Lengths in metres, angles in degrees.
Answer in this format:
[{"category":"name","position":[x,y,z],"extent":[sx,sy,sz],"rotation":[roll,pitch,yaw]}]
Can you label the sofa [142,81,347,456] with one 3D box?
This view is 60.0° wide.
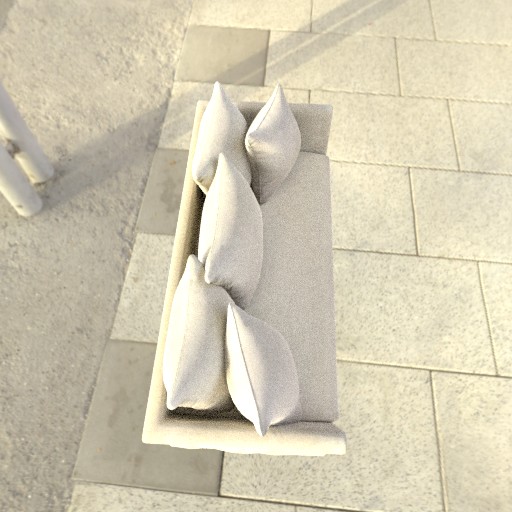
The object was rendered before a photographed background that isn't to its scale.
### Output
[{"category":"sofa","position":[0.000,0.000,2.810],"extent":[1.031,1.034,2.290],"rotation":[3,61,1]}]
